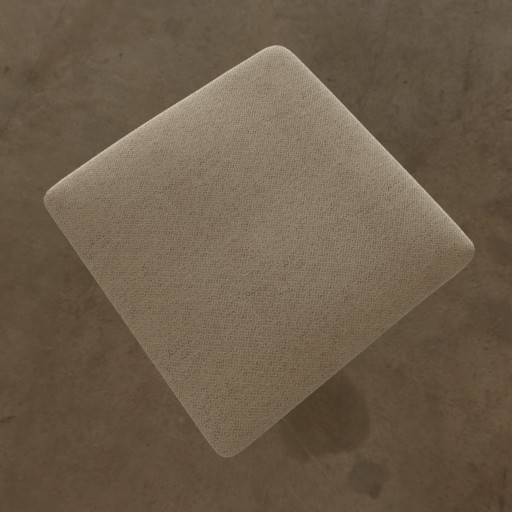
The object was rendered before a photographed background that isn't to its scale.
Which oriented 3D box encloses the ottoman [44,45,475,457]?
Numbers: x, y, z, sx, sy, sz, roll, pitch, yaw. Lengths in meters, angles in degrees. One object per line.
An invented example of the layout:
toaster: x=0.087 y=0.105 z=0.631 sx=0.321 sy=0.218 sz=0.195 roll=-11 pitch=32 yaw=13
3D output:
ottoman: x=0.000 y=0.000 z=0.889 sx=0.512 sy=0.453 sz=0.521 roll=-37 pitch=77 yaw=-10
